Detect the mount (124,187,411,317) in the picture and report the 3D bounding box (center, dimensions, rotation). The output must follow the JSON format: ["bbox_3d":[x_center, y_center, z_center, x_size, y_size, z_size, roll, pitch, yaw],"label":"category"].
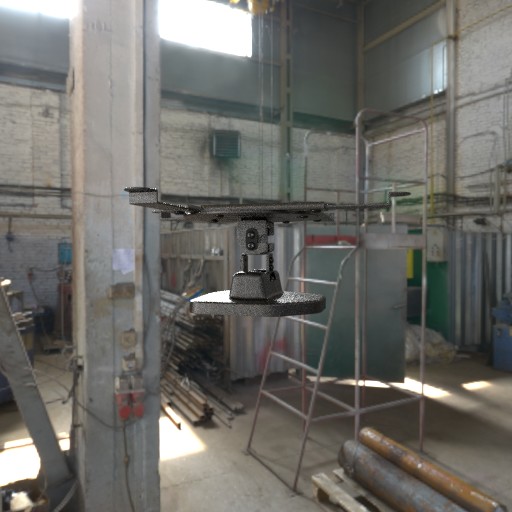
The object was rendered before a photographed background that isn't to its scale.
[{"bbox_3d":[0.000,0.000,0.607,0.394,0.141,0.394,0,1,17],"label":"mount"}]
